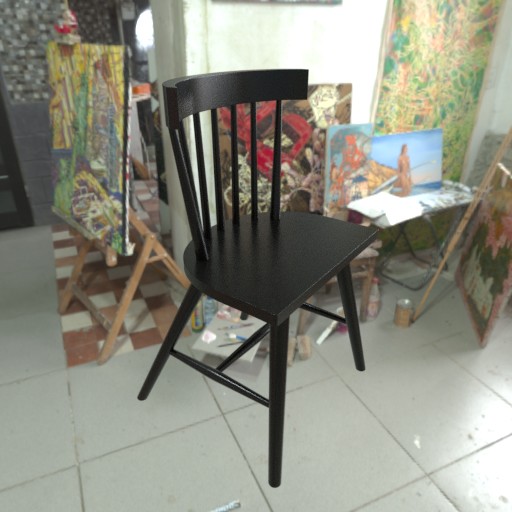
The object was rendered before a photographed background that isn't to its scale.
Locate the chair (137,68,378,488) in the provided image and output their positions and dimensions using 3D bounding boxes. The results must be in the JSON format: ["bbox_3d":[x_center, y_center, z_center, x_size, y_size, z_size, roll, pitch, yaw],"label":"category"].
[{"bbox_3d":[0.000,0.000,1.122,0.483,0.844,0.506,18,33,31],"label":"chair"}]
